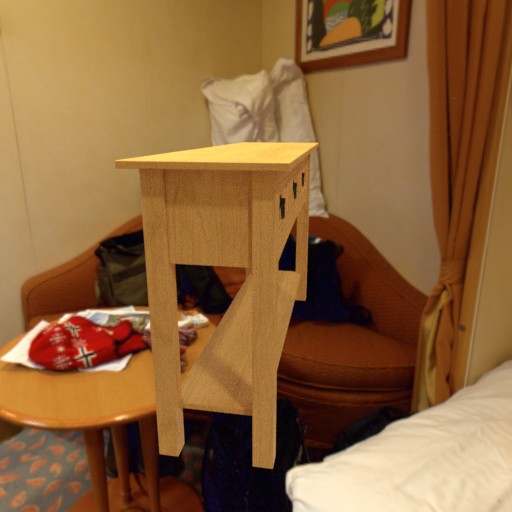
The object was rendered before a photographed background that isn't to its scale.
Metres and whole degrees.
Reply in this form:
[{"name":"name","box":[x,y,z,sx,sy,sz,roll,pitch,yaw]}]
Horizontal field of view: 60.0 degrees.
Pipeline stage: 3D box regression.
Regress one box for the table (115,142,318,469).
[{"name":"table","box":[0.000,0.000,1.540,0.350,0.730,1.240,3,16,10]}]
